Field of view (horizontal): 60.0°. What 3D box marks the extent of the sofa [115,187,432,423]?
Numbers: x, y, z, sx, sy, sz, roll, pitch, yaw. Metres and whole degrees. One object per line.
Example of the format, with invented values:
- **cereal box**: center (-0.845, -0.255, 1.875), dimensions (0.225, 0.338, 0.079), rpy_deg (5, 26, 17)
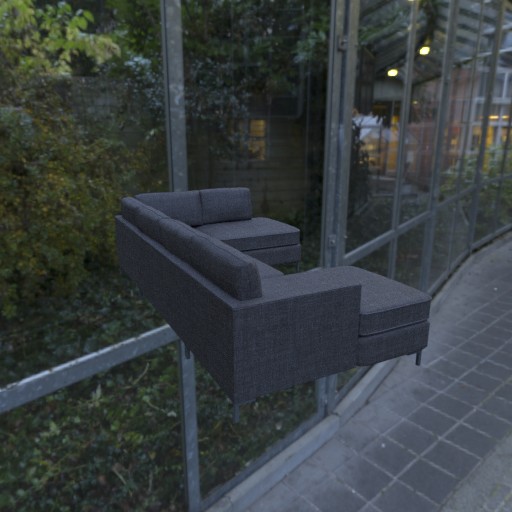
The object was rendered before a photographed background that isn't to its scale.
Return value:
- **sofa**: center (0.000, 0.000, 4.356), dimensions (2.048, 0.999, 3.423), rpy_deg (-8, 17, -27)
